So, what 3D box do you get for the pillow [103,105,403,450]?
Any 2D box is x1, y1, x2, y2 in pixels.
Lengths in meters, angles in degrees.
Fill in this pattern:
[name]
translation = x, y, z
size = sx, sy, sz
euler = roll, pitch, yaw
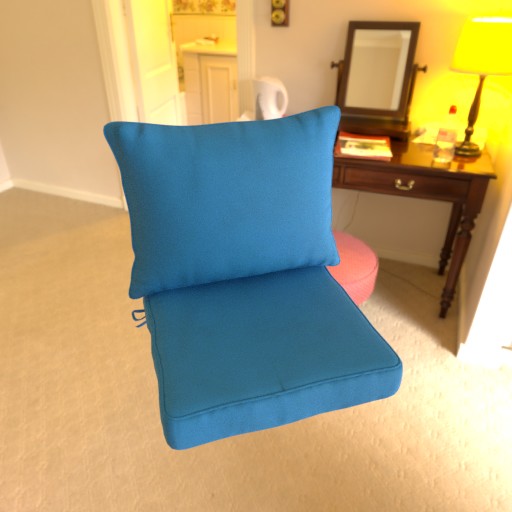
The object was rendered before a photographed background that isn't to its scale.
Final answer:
[pillow]
translation = 0.000, 0.000, 1.345
size = 0.798, 0.725, 0.733
euler = -9, 32, -14
